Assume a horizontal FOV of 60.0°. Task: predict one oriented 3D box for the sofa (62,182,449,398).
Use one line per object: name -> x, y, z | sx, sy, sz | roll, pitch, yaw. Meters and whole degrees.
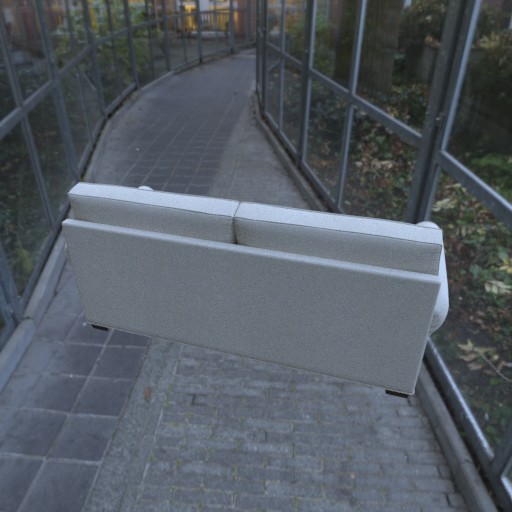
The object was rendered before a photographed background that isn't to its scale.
sofa -> 0.000, 0.000, 2.714 | 2.146, 0.962, 0.901 | 9, 32, 15
